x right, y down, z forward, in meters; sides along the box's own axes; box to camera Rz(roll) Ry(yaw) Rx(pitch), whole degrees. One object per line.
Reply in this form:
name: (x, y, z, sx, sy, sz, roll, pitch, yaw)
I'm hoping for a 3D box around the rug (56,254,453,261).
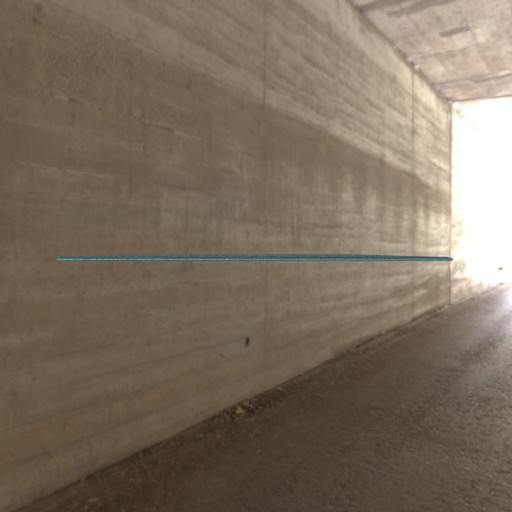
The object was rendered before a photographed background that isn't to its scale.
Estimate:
rug: (0.000, 0.000, 2.265, 1.211, 0.012, 1.833, 0, 1, 0)
